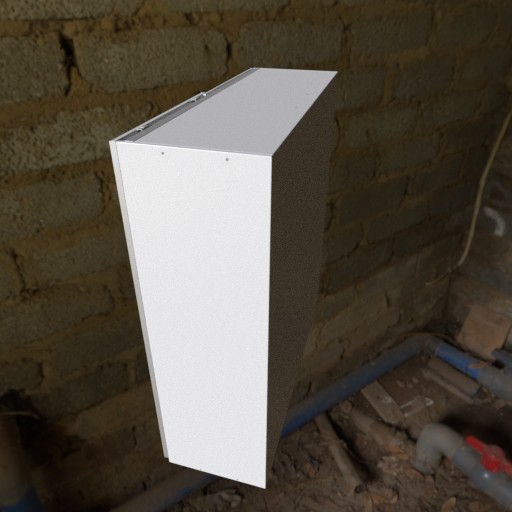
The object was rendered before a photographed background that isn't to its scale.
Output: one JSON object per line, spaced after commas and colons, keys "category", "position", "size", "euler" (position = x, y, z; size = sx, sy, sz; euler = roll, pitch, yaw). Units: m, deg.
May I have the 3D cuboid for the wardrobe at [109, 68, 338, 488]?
{"category": "wardrobe", "position": [0.000, 0.000, 2.819], "size": [0.629, 1.960, 1.780], "euler": [9, 33, 14]}
